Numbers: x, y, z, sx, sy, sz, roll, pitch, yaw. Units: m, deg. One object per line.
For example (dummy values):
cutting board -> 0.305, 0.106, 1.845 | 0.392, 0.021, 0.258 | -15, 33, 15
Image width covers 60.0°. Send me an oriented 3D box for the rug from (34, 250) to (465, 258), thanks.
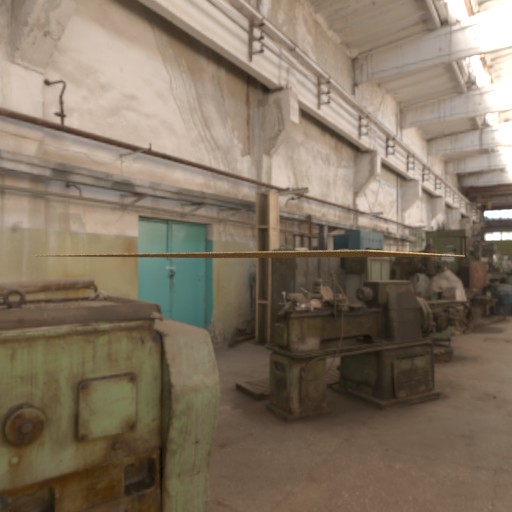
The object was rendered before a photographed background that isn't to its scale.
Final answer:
rug -> 0.000, 0.000, 3.998 | 3.037, 0.011, 2.433 | -1, -1, 35
